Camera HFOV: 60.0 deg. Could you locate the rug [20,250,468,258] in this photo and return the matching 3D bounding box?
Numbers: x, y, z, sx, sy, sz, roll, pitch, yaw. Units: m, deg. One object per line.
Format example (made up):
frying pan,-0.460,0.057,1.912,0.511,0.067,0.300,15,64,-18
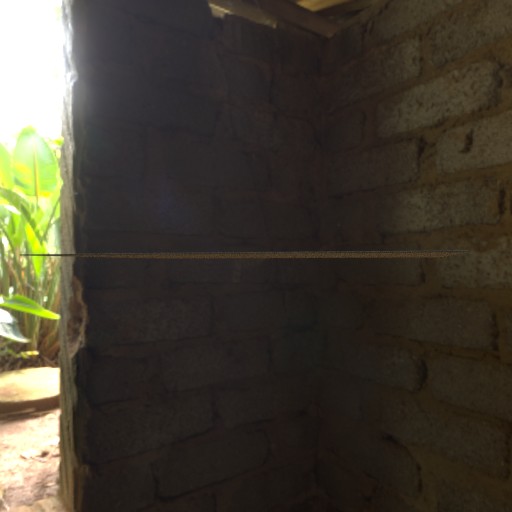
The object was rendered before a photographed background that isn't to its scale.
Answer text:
rug,0.000,0.000,2.844,2.286,0.006,1.522,0,-1,18
